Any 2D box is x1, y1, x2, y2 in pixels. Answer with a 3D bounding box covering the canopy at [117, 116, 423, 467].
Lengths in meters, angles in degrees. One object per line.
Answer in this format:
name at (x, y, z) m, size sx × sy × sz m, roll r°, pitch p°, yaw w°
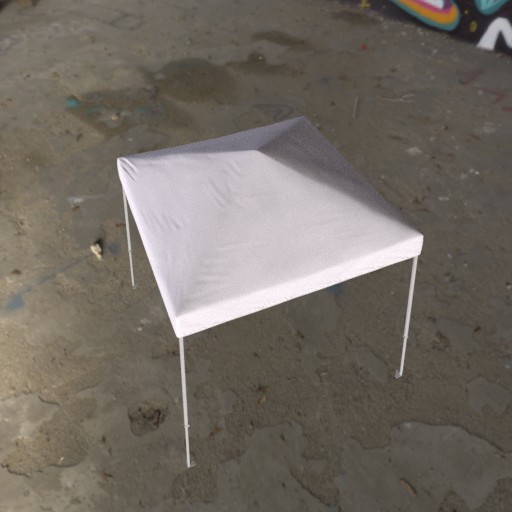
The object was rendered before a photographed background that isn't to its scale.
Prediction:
canopy at (0.000, 0.000, 5.137) m, size 2.849 × 2.850 × 2.850 m, roll -17°, pitch 49°, yaw -16°
